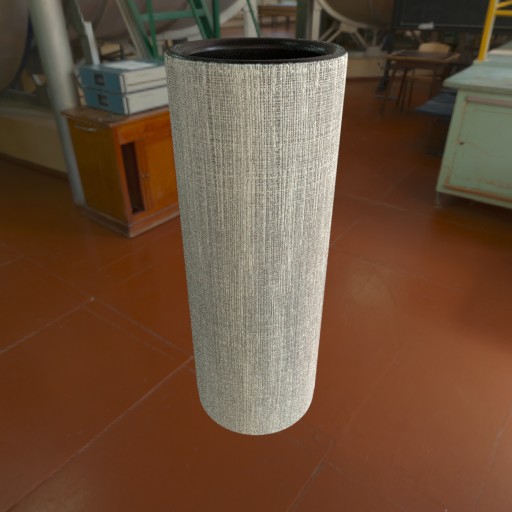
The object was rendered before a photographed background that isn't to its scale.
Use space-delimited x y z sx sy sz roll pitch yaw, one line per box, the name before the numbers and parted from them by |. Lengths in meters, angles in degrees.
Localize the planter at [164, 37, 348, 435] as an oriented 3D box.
planter | 0.000 0.000 0.315 0.100 0.270 0.100 -10 34 -16
